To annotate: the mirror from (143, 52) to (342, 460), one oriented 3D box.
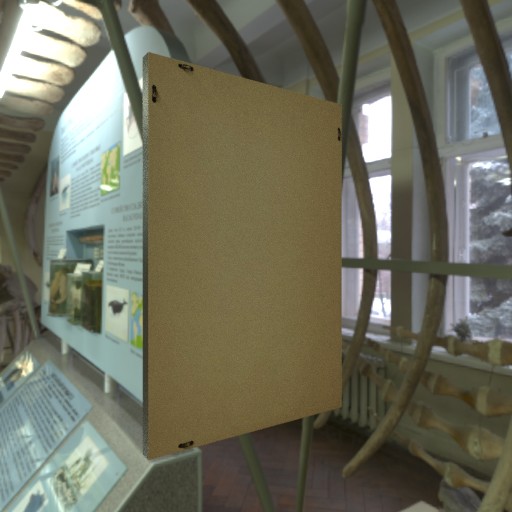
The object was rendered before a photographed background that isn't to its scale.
[{"bbox_3d":[0.000,0.000,1.179,0.609,0.915,0.041,0,0,-35],"label":"mirror"}]
